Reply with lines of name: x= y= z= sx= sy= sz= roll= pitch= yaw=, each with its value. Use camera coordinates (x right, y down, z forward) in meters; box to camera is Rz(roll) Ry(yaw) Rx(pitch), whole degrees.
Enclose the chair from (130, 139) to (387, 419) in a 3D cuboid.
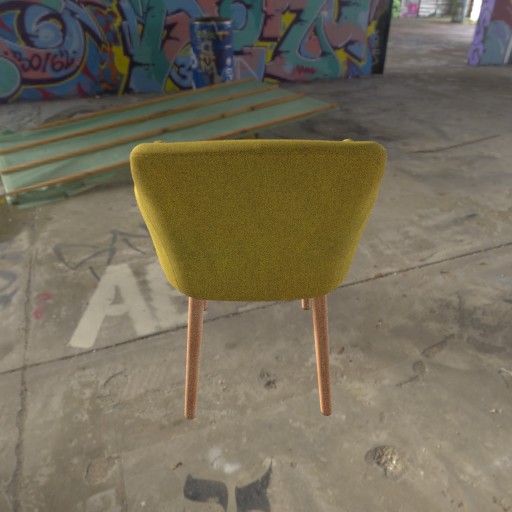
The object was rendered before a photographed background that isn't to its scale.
chair: x=0.000 y=0.000 z=1.186 sx=0.570 sy=0.780 sz=0.570 roll=-1 pitch=32 yaw=-1
